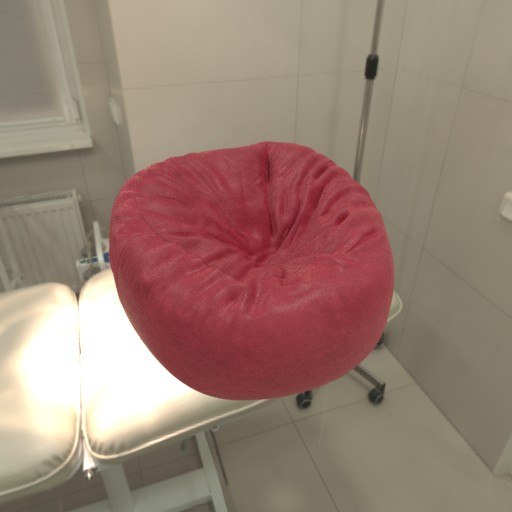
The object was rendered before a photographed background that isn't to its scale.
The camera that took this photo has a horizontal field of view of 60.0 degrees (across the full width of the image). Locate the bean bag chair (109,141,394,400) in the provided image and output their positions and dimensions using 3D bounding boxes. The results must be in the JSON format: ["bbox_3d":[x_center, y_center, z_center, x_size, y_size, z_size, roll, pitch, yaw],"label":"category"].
[{"bbox_3d":[0.000,0.000,2.447,1.524,0.878,1.524,-11,35,-17],"label":"bean bag chair"}]
